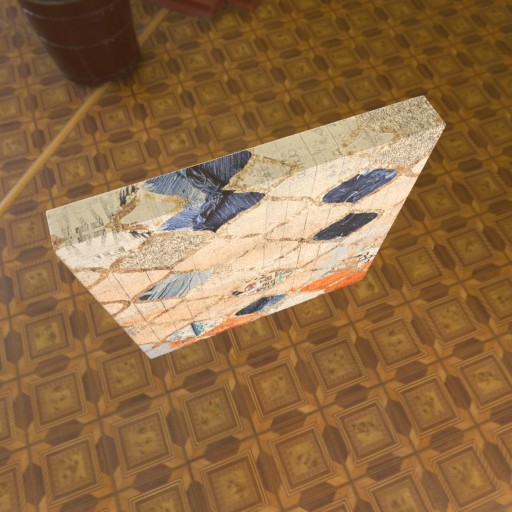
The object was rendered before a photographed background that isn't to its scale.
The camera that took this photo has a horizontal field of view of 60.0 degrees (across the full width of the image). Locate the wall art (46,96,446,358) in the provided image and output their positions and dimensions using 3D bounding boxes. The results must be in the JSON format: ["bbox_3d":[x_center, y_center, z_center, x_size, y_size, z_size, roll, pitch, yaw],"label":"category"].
[{"bbox_3d":[0.000,0.000,0.461,0.303,0.304,0.036,-19,65,-9],"label":"wall art"}]
